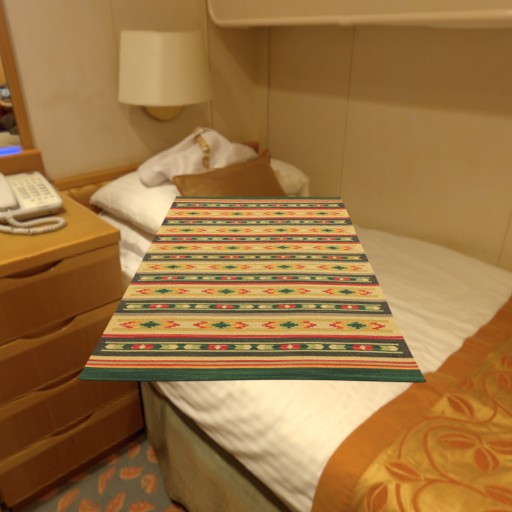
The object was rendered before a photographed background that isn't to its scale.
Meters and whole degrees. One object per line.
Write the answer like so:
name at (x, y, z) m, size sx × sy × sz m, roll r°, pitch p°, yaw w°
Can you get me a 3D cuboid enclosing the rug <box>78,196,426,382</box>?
rug at (0.000, 0.000, 3.015) m, size 1.520 × 0.011 × 2.447 m, roll 0°, pitch 27°, yaw 1°
